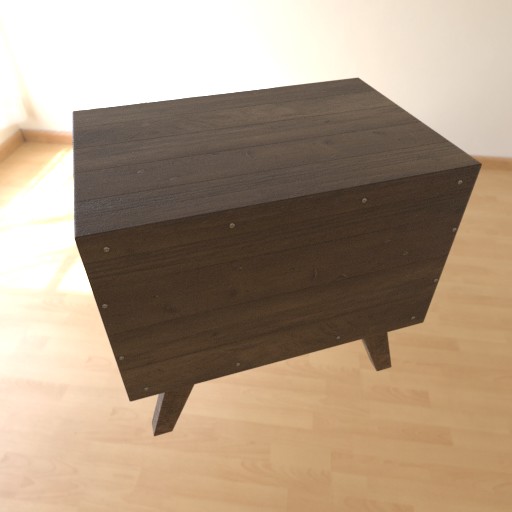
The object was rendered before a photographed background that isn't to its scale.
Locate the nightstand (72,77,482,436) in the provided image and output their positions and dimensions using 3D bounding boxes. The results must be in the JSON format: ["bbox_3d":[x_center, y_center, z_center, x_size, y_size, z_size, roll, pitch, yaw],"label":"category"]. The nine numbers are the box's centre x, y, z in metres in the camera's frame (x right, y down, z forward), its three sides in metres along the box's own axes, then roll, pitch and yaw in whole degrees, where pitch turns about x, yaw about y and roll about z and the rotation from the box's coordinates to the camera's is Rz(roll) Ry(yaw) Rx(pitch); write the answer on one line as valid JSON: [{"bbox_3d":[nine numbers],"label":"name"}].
[{"bbox_3d":[0.000,0.000,1.019,0.650,0.599,0.450,-12,42,-13],"label":"nightstand"}]
